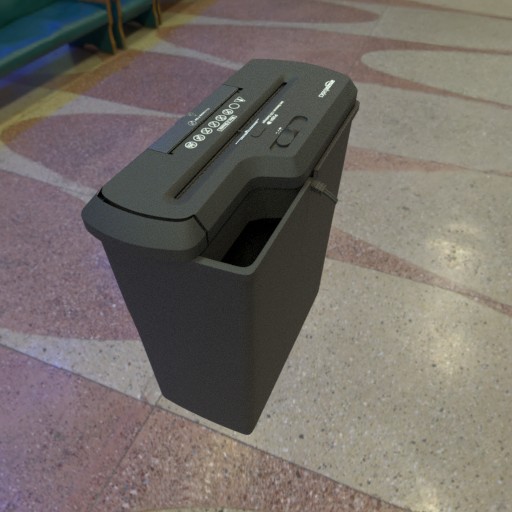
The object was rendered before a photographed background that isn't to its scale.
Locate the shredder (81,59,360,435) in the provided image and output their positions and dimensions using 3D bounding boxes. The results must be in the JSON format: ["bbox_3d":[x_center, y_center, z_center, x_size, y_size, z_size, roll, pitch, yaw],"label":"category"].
[{"bbox_3d":[0.000,0.000,0.508,0.170,0.335,0.320,18,48,17],"label":"shredder"}]
